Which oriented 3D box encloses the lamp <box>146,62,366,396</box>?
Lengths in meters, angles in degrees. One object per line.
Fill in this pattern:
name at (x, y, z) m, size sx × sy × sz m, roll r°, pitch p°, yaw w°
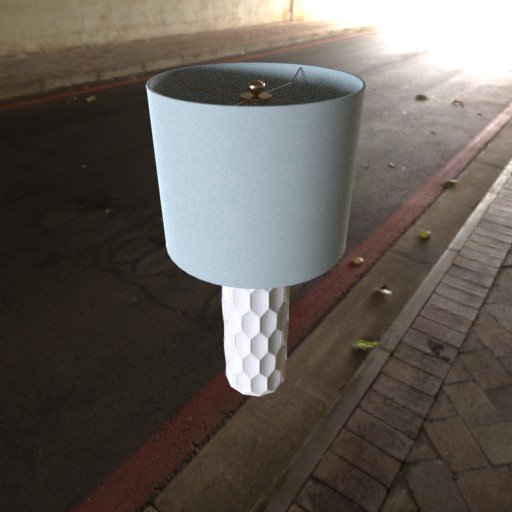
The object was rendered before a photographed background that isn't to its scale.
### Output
lamp at (0.000, 0.000, 0.711) m, size 0.277 × 0.534 × 0.277 m, roll -12°, pitch 34°, yaw -18°
